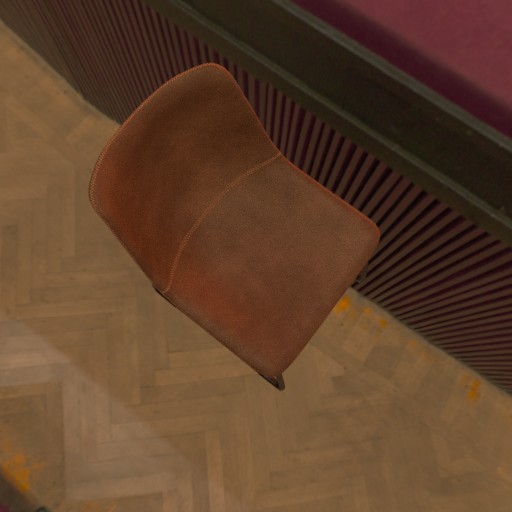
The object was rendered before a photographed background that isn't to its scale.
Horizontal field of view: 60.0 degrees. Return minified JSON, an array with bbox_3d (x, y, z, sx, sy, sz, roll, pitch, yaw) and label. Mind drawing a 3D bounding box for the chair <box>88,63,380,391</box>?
[{"bbox_3d":[0.000,0.000,1.111,0.551,0.780,0.460,37,79,8],"label":"chair"}]
